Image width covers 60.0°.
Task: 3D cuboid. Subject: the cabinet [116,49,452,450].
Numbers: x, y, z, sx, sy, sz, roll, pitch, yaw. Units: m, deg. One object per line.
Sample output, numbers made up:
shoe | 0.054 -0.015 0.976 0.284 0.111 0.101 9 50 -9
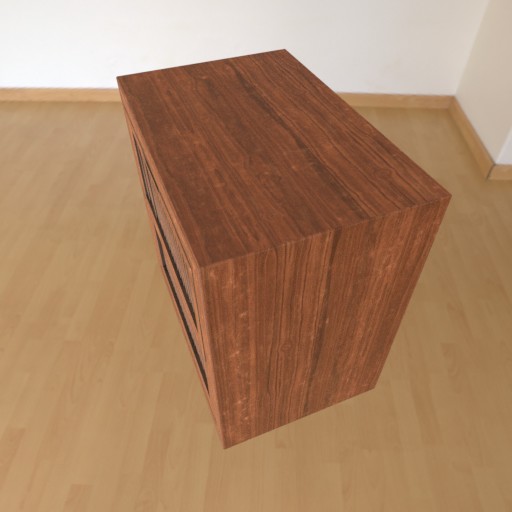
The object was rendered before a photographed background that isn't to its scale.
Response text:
cabinet | 0.000 0.000 1.066 0.410 0.695 0.607 -16 48 -15
